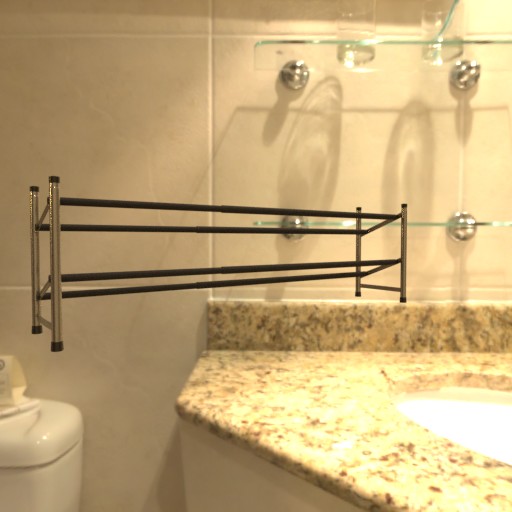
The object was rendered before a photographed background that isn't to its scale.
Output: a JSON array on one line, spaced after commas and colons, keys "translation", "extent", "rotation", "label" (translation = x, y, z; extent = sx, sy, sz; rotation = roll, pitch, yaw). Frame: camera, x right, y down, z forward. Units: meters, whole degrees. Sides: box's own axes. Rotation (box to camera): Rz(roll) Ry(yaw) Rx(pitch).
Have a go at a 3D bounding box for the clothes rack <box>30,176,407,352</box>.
[{"translation": [0.000, 0.000, 1.306], "extent": [1.168, 0.349, 0.229], "rotation": [-2, 3, -36], "label": "clothes rack"}]
